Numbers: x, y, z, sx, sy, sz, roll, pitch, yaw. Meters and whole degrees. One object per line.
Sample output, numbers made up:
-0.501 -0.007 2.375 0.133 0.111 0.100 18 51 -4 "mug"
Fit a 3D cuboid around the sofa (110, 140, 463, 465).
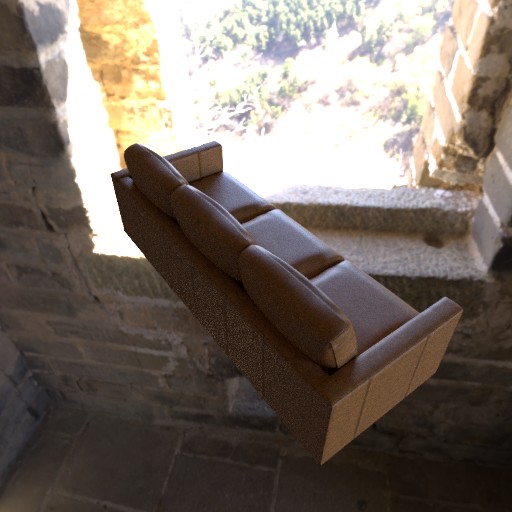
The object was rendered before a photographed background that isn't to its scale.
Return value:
0.000 0.000 2.752 0.903 0.930 2.231 -25 47 -27 "sofa"
